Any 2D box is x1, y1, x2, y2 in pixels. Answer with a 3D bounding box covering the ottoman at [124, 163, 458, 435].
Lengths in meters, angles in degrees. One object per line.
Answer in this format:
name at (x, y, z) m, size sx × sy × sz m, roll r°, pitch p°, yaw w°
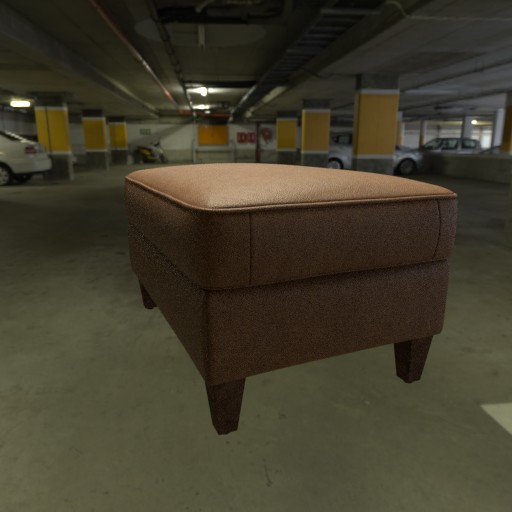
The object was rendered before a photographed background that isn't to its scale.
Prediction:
ottoman at (0.000, 0.000, 1.201) m, size 0.584 × 0.483 × 0.864 m, roll -6°, pitch 15°, yaw -23°
